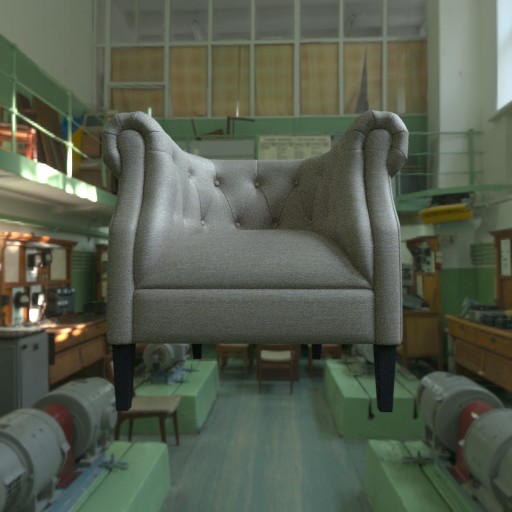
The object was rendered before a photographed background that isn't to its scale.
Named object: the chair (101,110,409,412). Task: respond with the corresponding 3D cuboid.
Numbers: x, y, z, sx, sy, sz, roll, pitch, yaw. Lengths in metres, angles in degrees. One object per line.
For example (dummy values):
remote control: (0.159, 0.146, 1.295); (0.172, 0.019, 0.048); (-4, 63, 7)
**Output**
chair: (0.000, 0.000, 1.551); (0.905, 0.827, 0.852); (0, -1, 1)
